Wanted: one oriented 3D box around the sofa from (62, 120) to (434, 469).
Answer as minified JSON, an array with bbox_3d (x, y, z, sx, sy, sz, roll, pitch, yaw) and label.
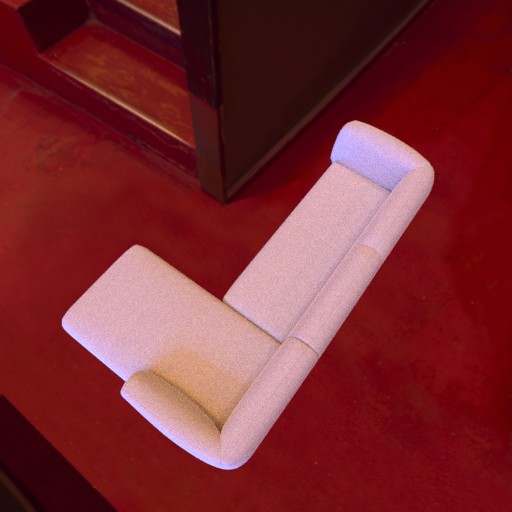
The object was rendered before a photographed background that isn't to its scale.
[{"bbox_3d":[0.000,0.000,3.327,1.610,0.730,2.660,33,68,15],"label":"sofa"}]
